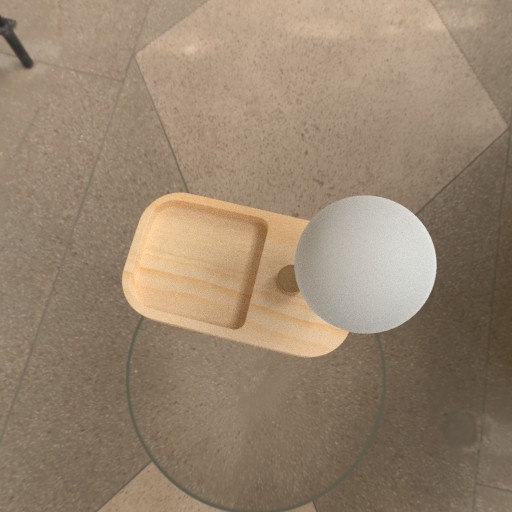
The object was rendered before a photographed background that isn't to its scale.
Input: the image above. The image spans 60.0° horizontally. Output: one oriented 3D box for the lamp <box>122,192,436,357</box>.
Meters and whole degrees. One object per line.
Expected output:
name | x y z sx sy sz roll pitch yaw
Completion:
lamp | 0.000 0.000 0.475 0.331 0.253 0.173 13 76 3
